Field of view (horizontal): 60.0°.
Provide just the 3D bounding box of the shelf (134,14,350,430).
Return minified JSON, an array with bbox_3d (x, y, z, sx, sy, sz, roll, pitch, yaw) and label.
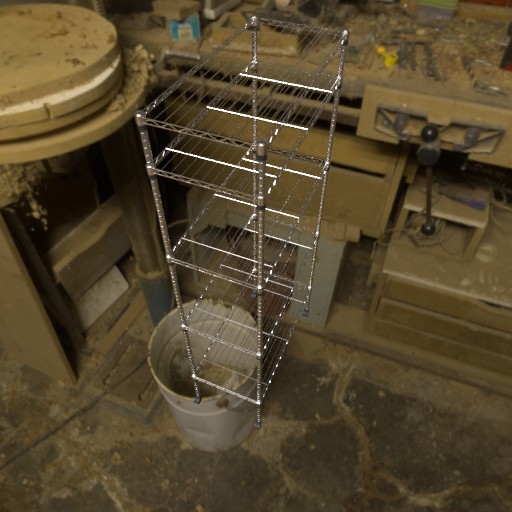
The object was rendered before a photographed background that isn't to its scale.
[{"bbox_3d":[0.000,0.000,1.847,0.356,1.587,0.762,17,49,16],"label":"shelf"}]
